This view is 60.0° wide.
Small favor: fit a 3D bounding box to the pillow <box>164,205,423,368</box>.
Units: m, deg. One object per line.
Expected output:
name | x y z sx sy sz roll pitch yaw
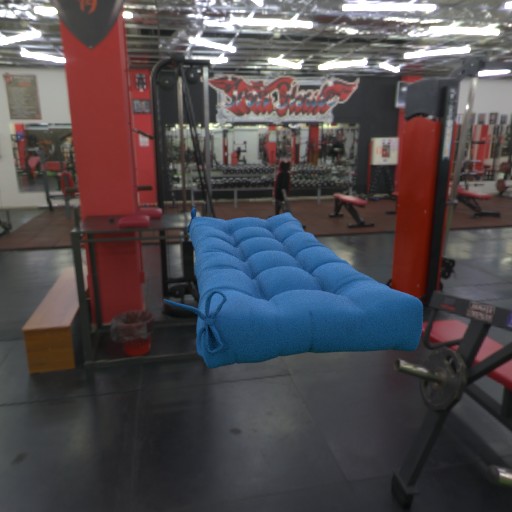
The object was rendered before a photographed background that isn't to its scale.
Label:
pillow | 0.000 0.000 1.372 0.511 0.174 1.194 -2 15 -9
